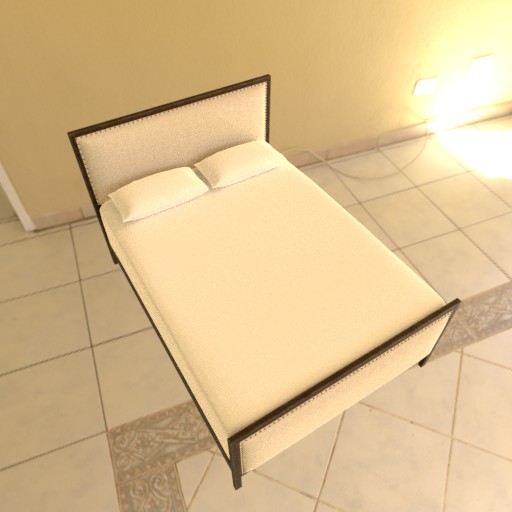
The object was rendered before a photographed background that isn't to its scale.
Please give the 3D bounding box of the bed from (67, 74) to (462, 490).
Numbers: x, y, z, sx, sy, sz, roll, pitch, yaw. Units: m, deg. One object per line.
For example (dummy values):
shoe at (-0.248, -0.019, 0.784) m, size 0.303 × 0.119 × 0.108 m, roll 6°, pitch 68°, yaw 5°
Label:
bed at (0.000, 0.000, 3.102) m, size 1.607 × 1.313 × 2.221 m, roll -25°, pitch 52°, yaw -21°
